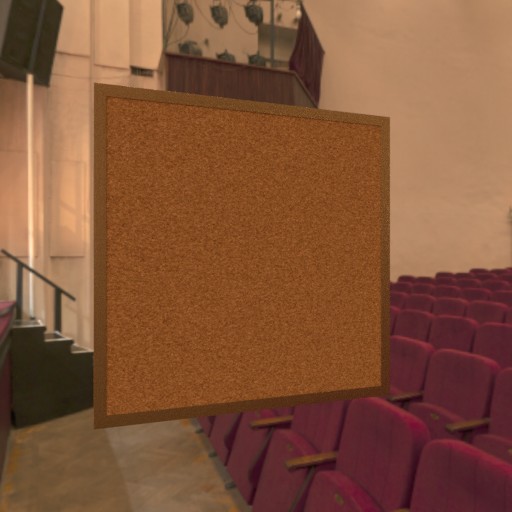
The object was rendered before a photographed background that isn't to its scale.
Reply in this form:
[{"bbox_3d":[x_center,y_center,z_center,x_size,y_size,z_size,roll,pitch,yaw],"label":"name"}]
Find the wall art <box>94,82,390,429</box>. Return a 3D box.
[{"bbox_3d":[0.000,0.000,1.116,0.767,0.765,0.036,0,0,-19],"label":"wall art"}]
